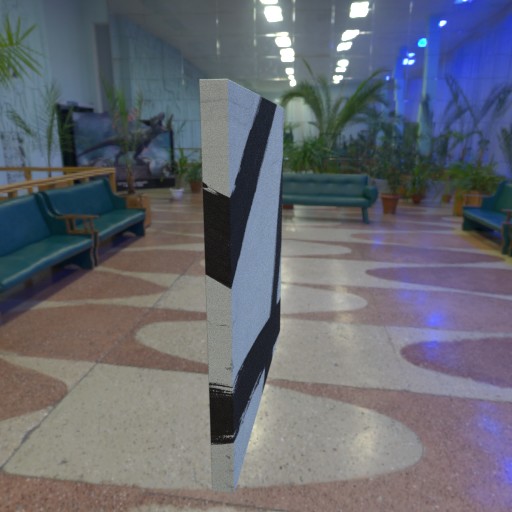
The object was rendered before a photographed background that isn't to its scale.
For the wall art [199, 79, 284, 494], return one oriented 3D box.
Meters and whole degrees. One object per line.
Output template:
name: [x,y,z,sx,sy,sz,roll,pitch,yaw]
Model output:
wall art: [0.000,0.000,1.139,0.046,0.765,0.765,3,16,9]
